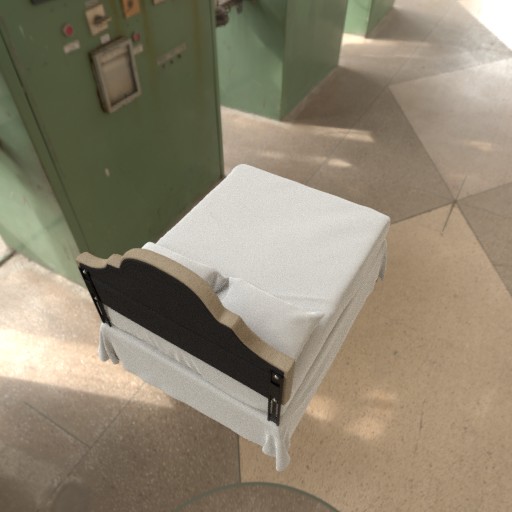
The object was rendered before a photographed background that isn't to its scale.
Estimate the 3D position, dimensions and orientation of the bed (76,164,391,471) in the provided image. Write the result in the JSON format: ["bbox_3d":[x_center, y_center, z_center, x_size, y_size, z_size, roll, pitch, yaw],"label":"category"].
[{"bbox_3d":[0.000,0.000,3.476,1.780,1.634,2.222,24,52,21],"label":"bed"}]
